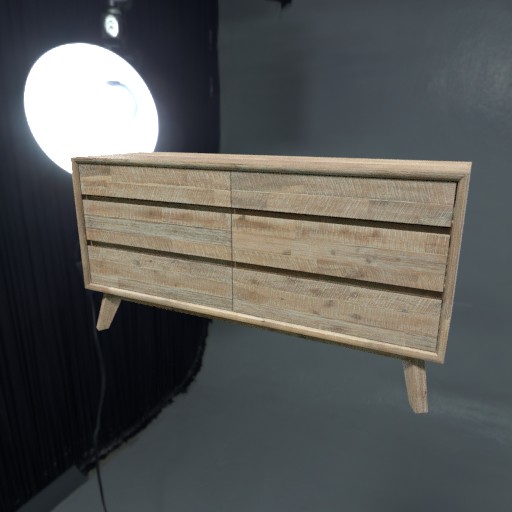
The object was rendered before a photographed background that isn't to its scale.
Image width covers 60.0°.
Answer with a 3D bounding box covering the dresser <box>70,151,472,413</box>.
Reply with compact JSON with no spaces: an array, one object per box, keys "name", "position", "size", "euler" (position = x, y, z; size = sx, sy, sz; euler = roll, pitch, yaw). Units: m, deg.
[{"name":"dresser","position":[0.000,0.000,1.882],"size":[1.554,0.805,0.455],"euler":[8,18,25]}]
